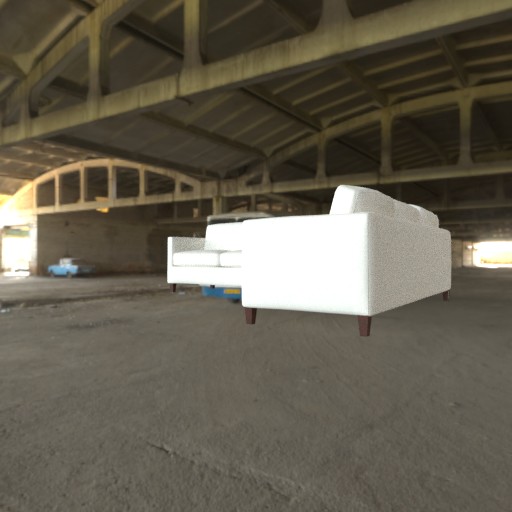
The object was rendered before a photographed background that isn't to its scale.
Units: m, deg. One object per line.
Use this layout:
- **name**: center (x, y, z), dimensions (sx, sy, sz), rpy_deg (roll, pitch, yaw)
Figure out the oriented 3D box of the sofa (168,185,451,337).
- **sofa**: center (0.000, 0.000, 4.539), dimensions (3.302, 0.947, 2.593), rpy_deg (0, 0, 34)
